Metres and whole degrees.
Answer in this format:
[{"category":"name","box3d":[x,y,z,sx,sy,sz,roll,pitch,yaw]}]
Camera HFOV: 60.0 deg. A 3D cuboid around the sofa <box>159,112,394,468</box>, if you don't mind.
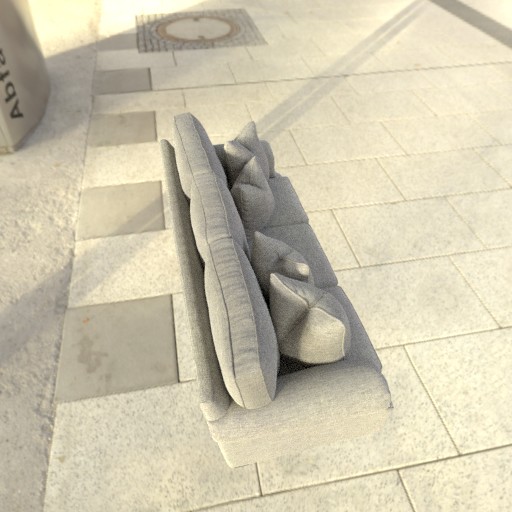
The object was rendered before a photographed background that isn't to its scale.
[{"category":"sofa","box3d":[0.000,0.000,2.797,0.965,0.975,2.312,-9,45,-9]}]
